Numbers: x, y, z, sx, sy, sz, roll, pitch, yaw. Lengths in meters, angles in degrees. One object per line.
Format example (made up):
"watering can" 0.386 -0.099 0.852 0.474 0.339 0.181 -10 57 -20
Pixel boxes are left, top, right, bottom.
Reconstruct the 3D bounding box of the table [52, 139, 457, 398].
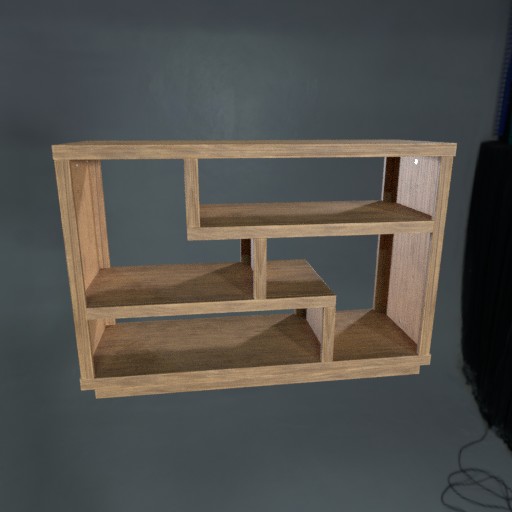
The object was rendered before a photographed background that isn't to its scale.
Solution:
"table" 0.000 0.000 1.545 1.151 0.771 0.410 -2 16 -7
